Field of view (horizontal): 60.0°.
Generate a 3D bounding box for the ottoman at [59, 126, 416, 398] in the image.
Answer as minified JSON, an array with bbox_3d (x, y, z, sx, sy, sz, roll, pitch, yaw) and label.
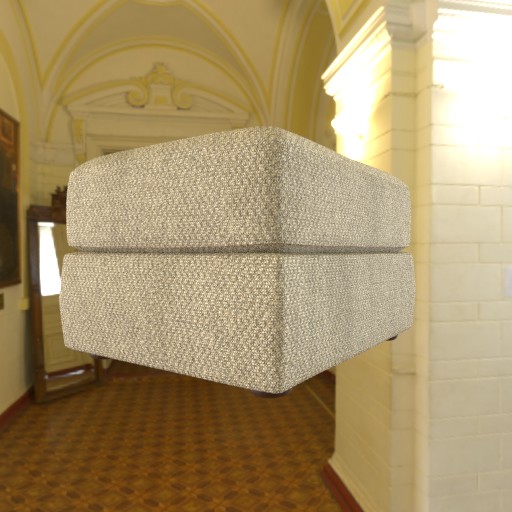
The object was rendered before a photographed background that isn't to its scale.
[{"bbox_3d":[0.000,0.000,1.130,0.603,0.476,0.751,1,1,35],"label":"ottoman"}]
